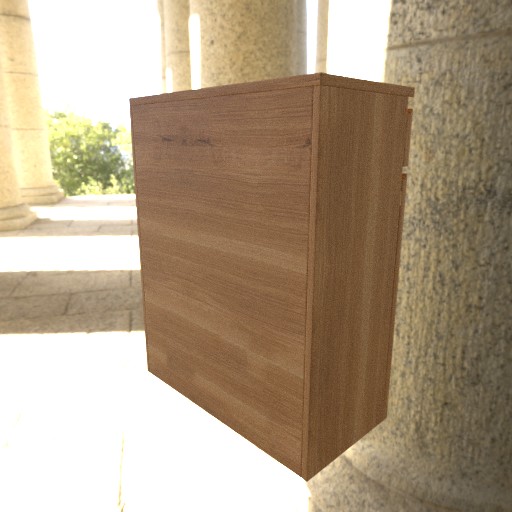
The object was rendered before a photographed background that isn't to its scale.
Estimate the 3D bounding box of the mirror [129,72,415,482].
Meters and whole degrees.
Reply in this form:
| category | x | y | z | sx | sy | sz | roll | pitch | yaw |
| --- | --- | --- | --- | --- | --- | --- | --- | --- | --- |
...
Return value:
| category | x | y | z | sx | sy | sz | roll | pitch | yaw |
| --- | --- | --- | --- | --- | --- | --- | --- | --- | --- |
| mirror | 0.000 | 0.000 | 1.444 | 0.400 | 1.000 | 0.800 | -14 | 20 | -42 |
